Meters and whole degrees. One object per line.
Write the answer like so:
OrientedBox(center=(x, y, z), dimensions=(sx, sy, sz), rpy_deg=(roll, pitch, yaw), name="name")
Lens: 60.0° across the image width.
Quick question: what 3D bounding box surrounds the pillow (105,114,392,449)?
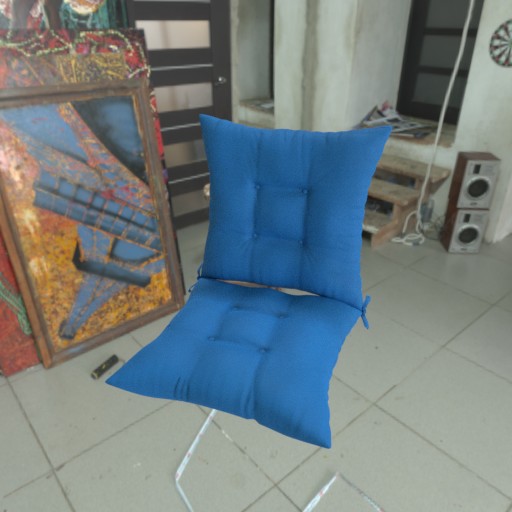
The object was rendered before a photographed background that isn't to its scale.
OrientedBox(center=(0.000, 0.000, 1.036), dimensions=(0.541, 0.536, 0.585), rpy_deg=(10, 29, 17), name="pillow")
